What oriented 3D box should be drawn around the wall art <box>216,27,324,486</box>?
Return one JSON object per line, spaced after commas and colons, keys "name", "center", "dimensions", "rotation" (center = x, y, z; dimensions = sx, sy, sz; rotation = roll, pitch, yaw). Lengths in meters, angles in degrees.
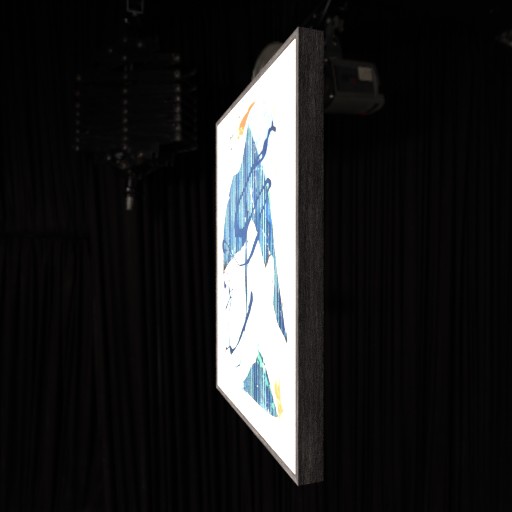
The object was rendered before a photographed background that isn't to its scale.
{"name": "wall art", "center": [0.000, 0.000, 1.351], "dimensions": [0.063, 1.016, 0.762], "rotation": [0, 0, -19]}
